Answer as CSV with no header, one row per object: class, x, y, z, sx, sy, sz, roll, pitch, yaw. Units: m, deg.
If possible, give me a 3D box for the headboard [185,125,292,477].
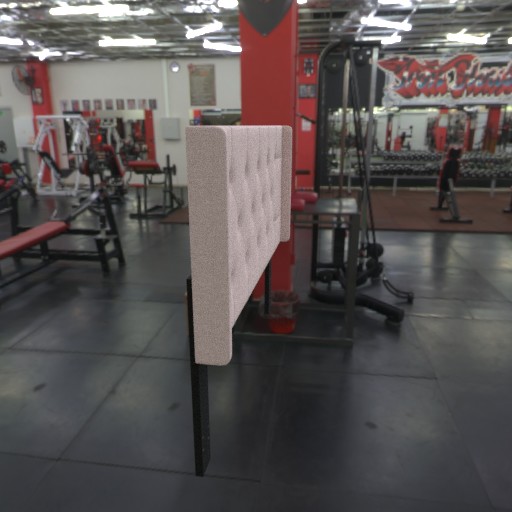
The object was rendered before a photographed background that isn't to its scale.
headboard,0.000,0.000,2.702,0.184,1.524,2.051,3,17,10
